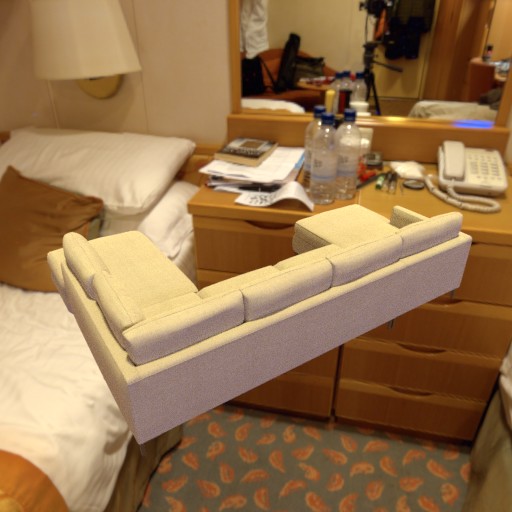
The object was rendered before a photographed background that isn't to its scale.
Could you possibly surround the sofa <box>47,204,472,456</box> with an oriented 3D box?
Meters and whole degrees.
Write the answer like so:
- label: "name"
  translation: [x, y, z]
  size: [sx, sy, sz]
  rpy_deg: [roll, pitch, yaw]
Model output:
- label: "sofa"
  translation: [0.000, 0.000, 3.455]
  size: [2.737, 0.756, 1.879]
  rpy_deg: [-18, 34, -29]
